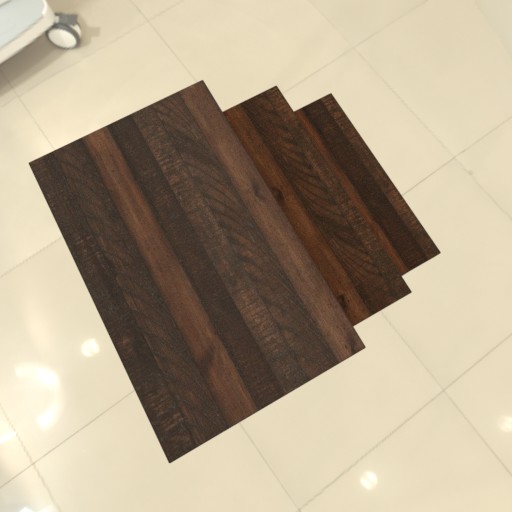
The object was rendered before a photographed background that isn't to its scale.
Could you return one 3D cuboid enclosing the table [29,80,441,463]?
[{"bbox_3d":[0.000,0.000,1.119,0.660,0.616,0.608,-28,77,-7],"label":"table"}]
